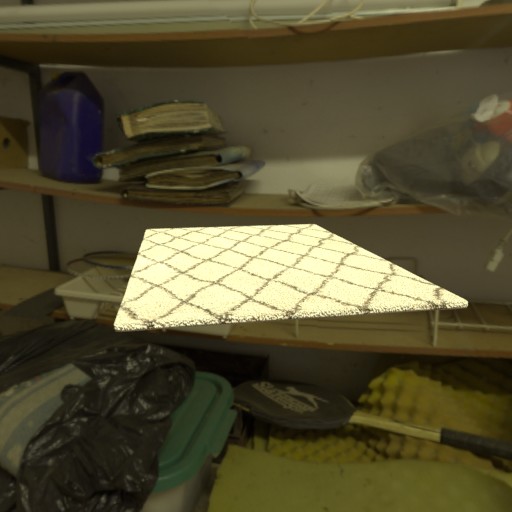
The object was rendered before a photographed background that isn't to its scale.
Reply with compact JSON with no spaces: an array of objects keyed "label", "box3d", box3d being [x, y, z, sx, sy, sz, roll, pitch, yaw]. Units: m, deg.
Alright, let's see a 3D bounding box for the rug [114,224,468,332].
[{"label":"rug","box3d":[0.000,0.000,2.319,1.219,0.030,1.778,-2,13,-10]}]
